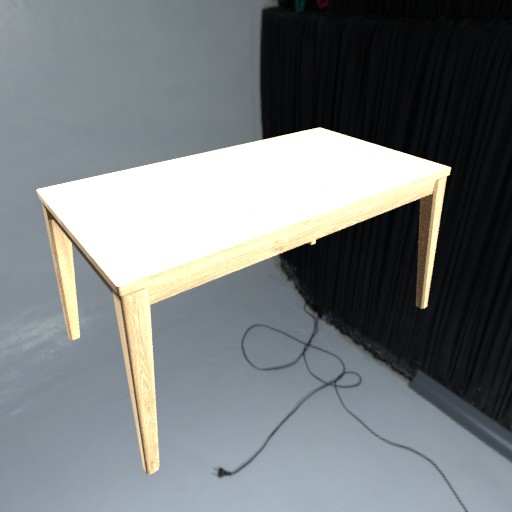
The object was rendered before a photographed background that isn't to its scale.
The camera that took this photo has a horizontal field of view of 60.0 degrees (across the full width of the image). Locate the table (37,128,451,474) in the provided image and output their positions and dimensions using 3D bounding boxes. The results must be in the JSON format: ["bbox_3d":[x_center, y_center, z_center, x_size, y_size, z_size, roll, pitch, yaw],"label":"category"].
[{"bbox_3d":[0.000,0.000,2.049,1.600,0.760,0.900,-21,37,-31],"label":"table"}]
